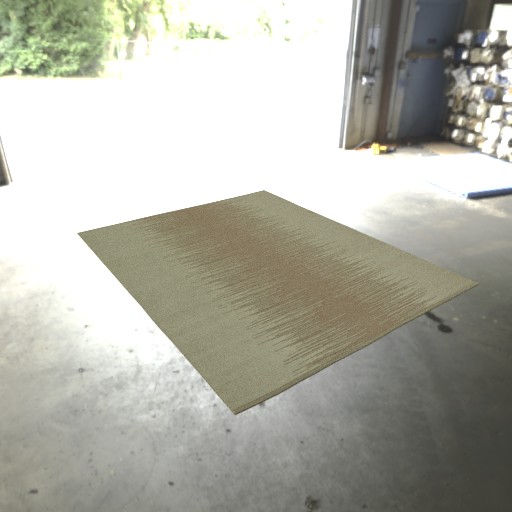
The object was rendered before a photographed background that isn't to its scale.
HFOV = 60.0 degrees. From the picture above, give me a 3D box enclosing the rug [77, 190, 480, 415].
[{"bbox_3d":[0.000,0.000,4.161,2.438,0.013,3.048,-18,32,-31],"label":"rug"}]
